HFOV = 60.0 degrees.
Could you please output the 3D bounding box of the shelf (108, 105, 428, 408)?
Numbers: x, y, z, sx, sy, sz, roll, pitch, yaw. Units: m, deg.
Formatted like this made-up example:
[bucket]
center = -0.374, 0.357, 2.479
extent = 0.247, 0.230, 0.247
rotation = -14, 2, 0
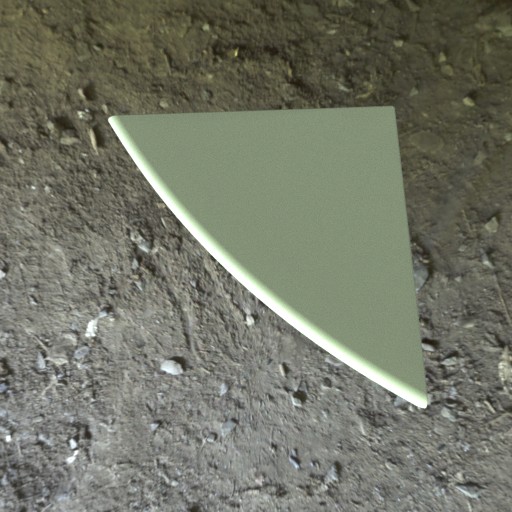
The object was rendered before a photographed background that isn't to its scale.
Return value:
[shelf]
center = 0.000, 0.000, 0.461
extent = 0.310, 0.050, 0.310
rotation = -2, 76, -1
